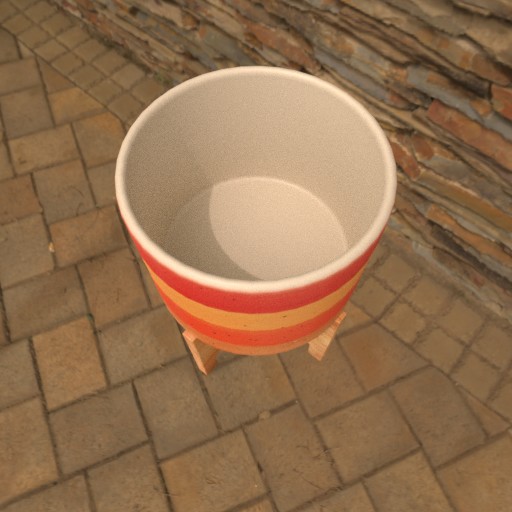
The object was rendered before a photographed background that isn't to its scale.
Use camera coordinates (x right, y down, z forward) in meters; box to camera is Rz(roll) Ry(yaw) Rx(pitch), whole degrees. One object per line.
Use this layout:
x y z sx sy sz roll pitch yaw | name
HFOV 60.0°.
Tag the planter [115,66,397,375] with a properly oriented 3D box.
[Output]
0.000 0.000 0.571 0.269 0.379 0.269 0 63 0 | planter
